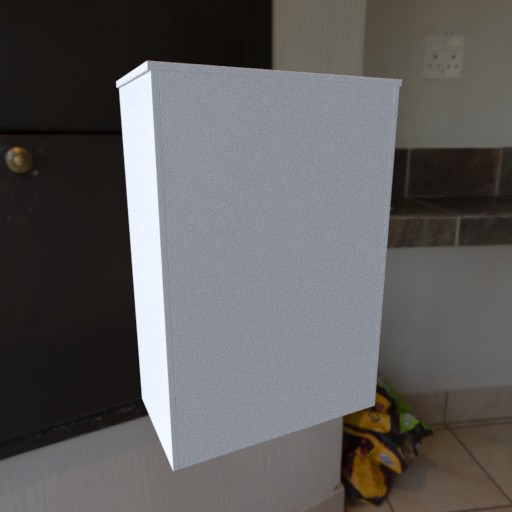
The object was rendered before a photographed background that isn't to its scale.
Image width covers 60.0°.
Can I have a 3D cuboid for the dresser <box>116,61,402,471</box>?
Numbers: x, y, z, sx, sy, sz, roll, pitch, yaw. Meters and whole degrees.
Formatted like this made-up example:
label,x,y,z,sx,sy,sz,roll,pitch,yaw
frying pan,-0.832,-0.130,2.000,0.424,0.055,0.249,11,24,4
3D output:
label,x,y,z,sx,sy,sz,roll,pitch,yaw
dresser,0.000,0.000,1.380,0.704,1.021,0.401,-7,16,-25
